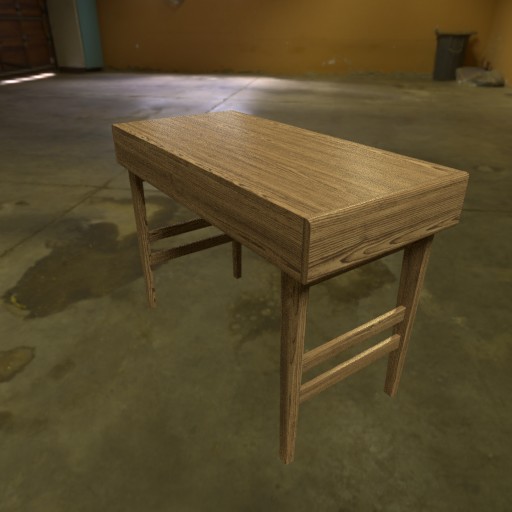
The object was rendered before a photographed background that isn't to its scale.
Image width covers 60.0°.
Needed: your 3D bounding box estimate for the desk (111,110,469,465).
[{"bbox_3d":[0.000,0.000,1.492,0.508,0.755,1.067,-18,33,-31],"label":"desk"}]
